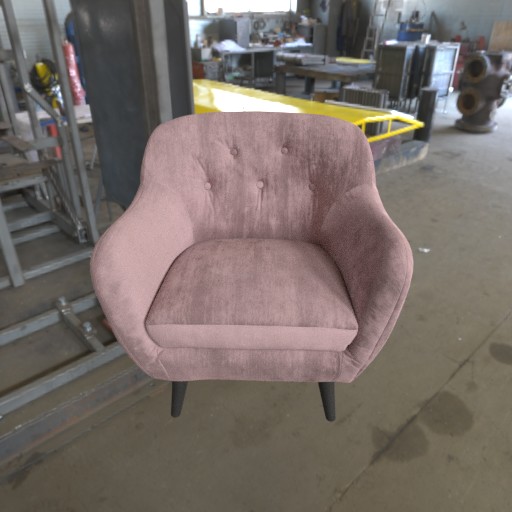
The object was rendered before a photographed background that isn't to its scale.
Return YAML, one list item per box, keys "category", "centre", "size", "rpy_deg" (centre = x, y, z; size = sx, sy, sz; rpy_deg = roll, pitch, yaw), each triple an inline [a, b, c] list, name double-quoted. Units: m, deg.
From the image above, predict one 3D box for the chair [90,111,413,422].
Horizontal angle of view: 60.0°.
- category: "chair"
  centre: [0.000, 0.000, 1.525]
  size: [0.840, 0.820, 0.820]
  rpy_deg: [1, 30, 2]
